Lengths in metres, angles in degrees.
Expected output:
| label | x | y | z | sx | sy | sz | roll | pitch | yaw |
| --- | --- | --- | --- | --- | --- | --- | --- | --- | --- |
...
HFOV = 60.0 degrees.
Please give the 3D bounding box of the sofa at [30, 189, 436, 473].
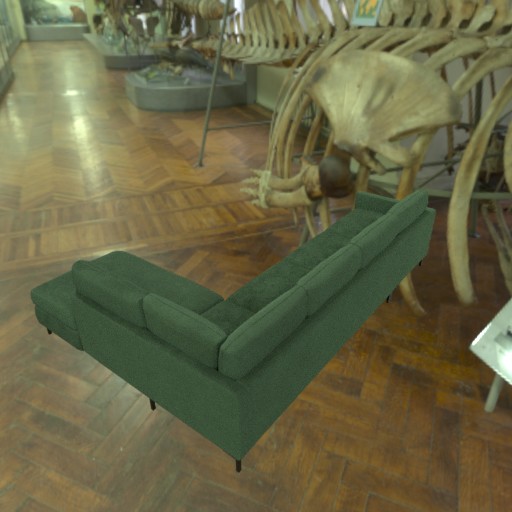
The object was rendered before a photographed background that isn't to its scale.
| label | x | y | z | sx | sy | sz | roll | pitch | yaw |
| --- | --- | --- | --- | --- | --- | --- | --- | --- | --- |
| sofa | 0.000 | 0.000 | 3.173 | 1.707 | 0.687 | 2.486 | 21 | 35 | 32 |
